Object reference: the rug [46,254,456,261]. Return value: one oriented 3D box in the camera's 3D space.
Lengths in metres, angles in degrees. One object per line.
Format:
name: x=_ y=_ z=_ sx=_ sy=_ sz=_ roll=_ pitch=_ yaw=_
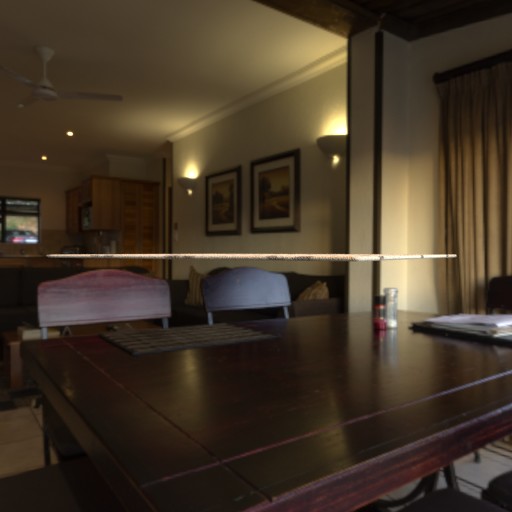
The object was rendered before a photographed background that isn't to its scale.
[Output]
rug: x=0.000 y=0.000 z=4.120 sx=3.000 sy=0.026 sz=2.399 roll=0 pitch=1 yaw=36
